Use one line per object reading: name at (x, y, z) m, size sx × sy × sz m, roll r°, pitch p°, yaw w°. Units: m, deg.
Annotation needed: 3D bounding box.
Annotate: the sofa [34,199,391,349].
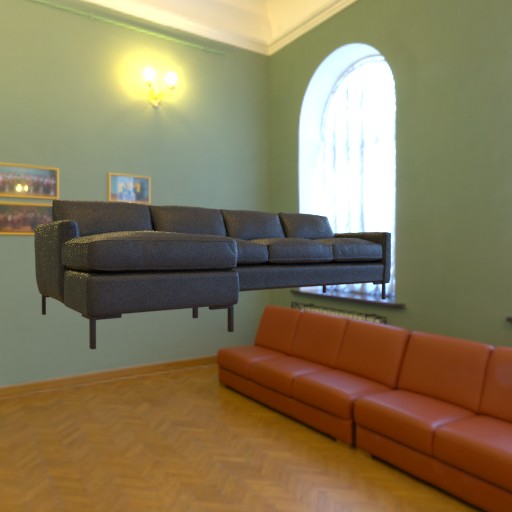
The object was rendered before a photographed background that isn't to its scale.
sofa at (0.000, 0.000, 3.528) m, size 2.993 × 0.859 × 1.471 m, roll -1°, pitch 1°, yaw -35°
